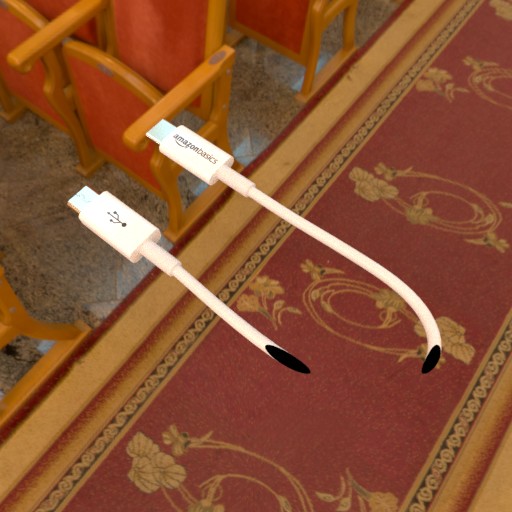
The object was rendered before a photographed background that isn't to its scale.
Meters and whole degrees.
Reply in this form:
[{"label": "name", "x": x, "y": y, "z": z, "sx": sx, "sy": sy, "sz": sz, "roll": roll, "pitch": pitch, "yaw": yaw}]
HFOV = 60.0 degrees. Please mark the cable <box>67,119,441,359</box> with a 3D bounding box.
[{"label": "cable", "x": 0.000, "y": 0.000, "z": 0.112, "sx": 0.098, "sy": 0.006, "sz": 0.040, "roll": 35, "pitch": 69, "yaw": 16}]
